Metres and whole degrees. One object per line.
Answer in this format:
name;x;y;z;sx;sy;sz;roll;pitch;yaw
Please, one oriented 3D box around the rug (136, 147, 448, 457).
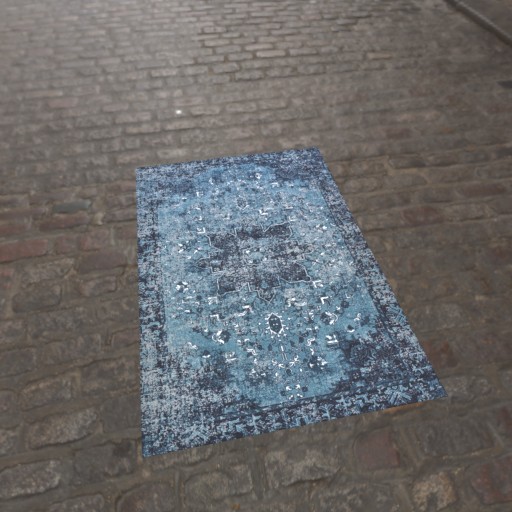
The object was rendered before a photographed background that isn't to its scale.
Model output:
rug;0.000;0.000;2.323;1.219;0.005;1.828;-8;47;-8
